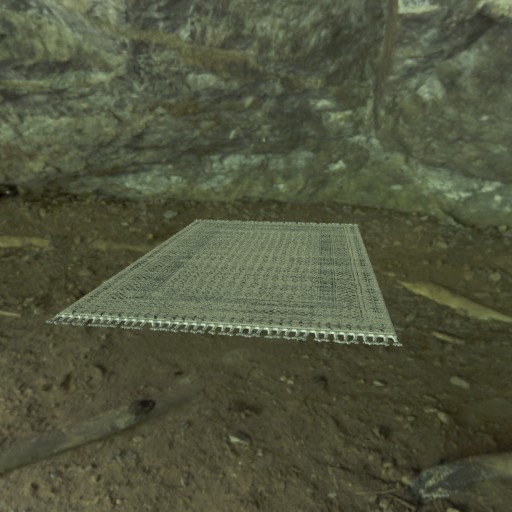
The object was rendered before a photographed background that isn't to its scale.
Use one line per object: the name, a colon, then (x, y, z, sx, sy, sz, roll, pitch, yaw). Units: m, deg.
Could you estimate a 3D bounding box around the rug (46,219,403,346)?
rug: (0.000, 0.000, 3.042, 1.548, 0.013, 2.486, 2, 16, 8)
